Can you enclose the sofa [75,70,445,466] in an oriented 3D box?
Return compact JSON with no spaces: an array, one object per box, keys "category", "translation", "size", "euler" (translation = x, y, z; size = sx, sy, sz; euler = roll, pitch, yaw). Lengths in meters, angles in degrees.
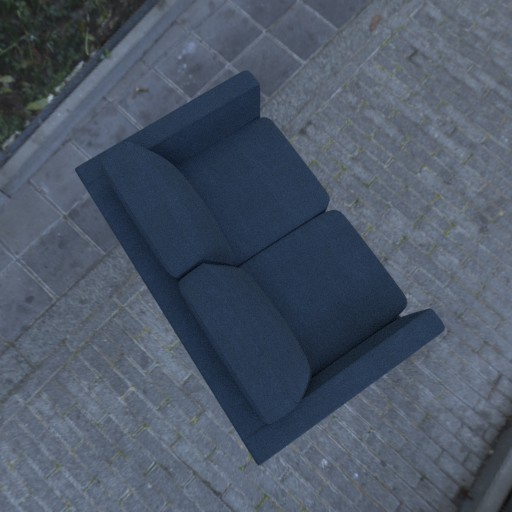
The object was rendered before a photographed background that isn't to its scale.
[{"category":"sofa","translation":[0.000,0.000,2.177],"size":[0.999,0.930,1.518],"euler":[-33,78,-8]}]
